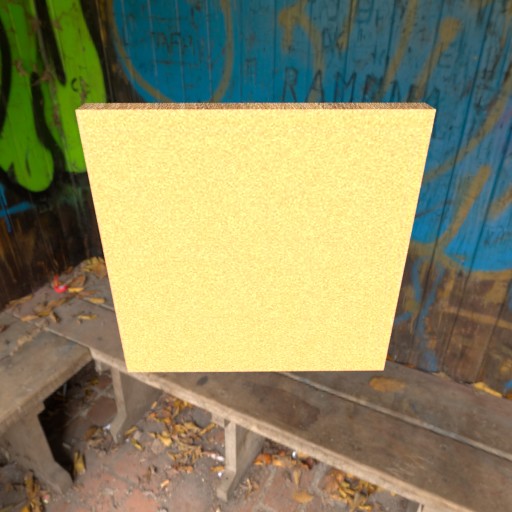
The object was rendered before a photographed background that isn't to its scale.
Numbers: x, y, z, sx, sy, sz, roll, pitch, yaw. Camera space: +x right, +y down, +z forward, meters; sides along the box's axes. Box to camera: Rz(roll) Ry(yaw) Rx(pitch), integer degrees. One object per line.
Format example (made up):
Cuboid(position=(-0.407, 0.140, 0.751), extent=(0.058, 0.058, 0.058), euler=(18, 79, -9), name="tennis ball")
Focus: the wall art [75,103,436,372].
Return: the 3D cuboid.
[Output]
Cuboid(position=(0.000, 0.000, 0.615), extent=(0.406, 0.403, 0.039), euler=(0, 31, -1), name="wall art")
